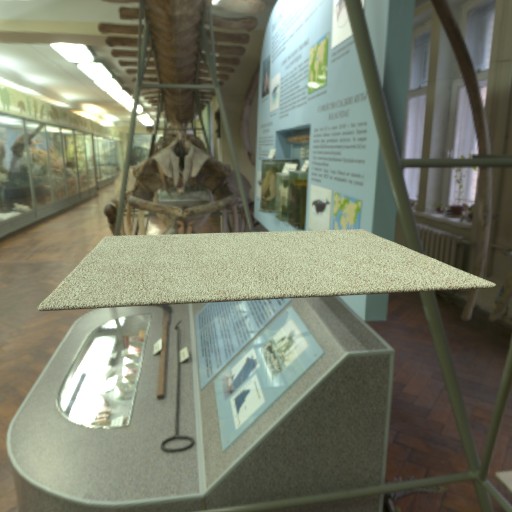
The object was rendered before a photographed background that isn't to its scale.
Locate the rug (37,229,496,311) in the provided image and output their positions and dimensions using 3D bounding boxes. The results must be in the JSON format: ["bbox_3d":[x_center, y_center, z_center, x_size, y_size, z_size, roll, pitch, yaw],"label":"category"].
[{"bbox_3d":[0.000,0.000,4.043,3.047,0.029,2.438,-2,13,-9],"label":"rug"}]
